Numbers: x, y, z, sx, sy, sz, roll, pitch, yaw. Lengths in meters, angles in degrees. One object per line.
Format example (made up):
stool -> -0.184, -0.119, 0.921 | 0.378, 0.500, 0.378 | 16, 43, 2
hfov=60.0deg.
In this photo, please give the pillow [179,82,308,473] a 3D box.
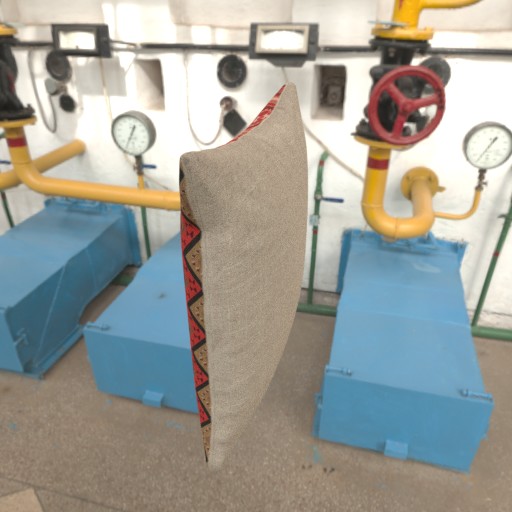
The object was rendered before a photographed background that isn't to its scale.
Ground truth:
pillow -> 0.000, 0.000, 0.776 | 0.158, 0.511, 0.513 | 8, 31, 13
